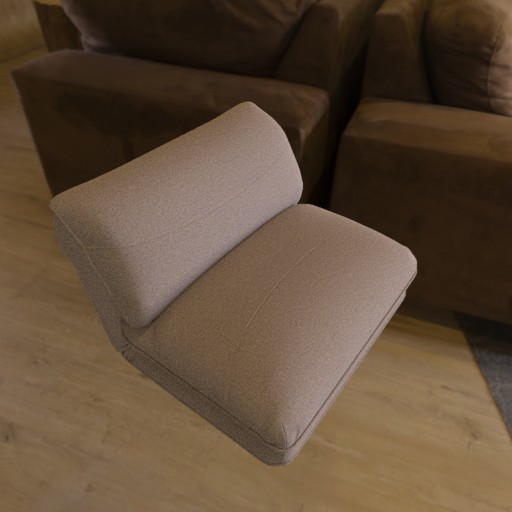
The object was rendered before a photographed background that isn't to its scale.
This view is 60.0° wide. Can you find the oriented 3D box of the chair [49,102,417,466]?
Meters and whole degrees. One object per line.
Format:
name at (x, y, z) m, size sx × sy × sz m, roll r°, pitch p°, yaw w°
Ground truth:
chair at (0.000, 0.000, 1.332) m, size 0.780 × 0.580 × 0.820 m, roll 26°, pitch 47°, yaw 27°
